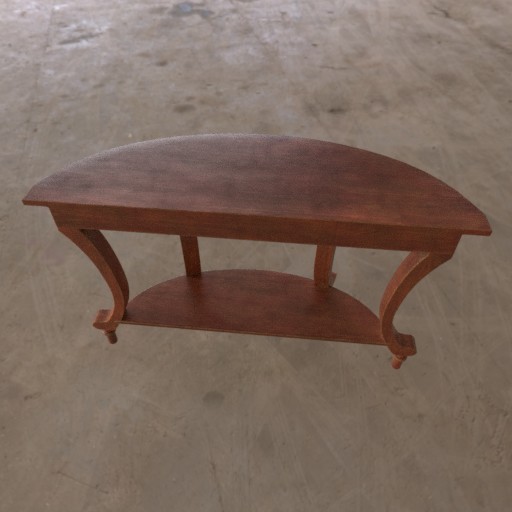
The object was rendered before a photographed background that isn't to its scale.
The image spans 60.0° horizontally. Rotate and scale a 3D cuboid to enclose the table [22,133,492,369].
[{"bbox_3d":[0.000,0.000,1.507,1.198,0.699,0.394,4,46,4],"label":"table"}]
